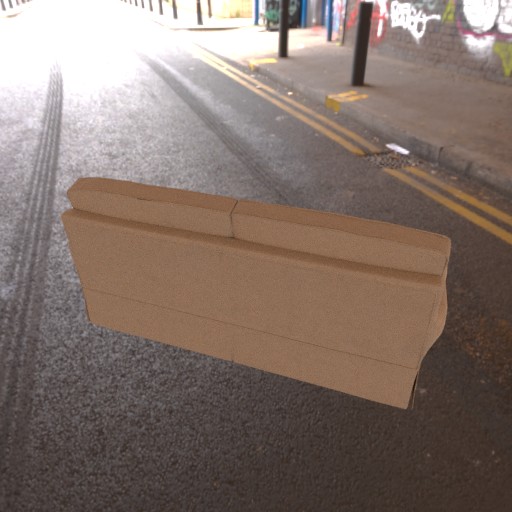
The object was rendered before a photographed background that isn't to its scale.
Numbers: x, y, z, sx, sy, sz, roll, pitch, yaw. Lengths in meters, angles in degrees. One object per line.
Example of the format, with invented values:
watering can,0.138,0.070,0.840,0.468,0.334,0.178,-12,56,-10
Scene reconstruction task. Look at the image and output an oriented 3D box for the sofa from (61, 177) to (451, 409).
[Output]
sofa,0.000,0.000,2.787,2.246,1.014,0.900,11,34,17
